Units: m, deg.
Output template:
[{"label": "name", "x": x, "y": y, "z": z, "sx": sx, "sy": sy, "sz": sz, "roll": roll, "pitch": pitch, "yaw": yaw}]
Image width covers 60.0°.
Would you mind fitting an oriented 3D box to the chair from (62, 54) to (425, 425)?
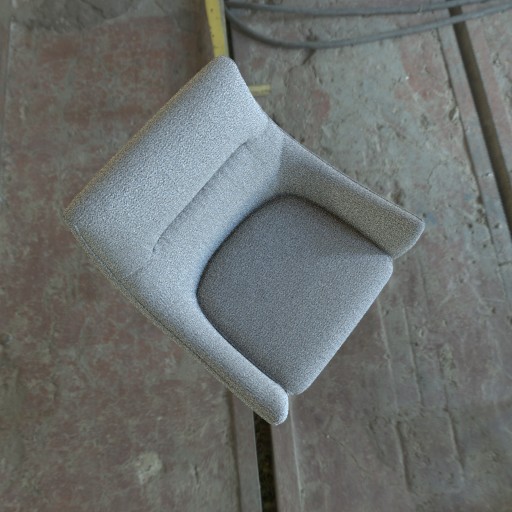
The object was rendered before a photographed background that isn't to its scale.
[{"label": "chair", "x": 0.000, "y": 0.000, "z": 1.471, "sx": 0.787, "sy": 0.838, "sz": 0.762, "roll": 38, "pitch": 78, "yaw": 10}]
